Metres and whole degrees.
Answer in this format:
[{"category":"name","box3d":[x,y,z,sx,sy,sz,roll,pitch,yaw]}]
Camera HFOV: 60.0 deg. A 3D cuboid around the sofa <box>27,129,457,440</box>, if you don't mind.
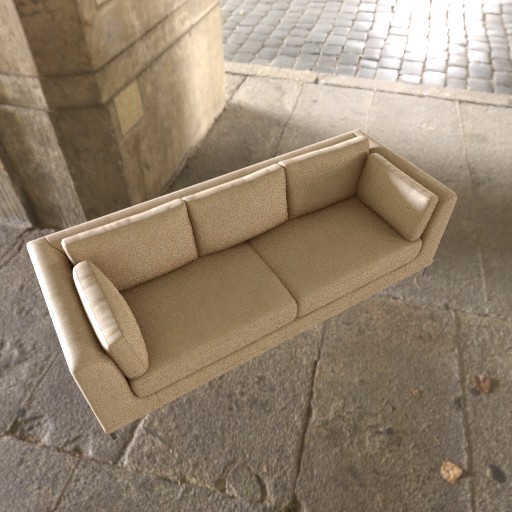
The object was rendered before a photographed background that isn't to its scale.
[{"category":"sofa","box3d":[0.000,0.000,2.838,2.415,0.867,0.969,-23,50,-21]}]
